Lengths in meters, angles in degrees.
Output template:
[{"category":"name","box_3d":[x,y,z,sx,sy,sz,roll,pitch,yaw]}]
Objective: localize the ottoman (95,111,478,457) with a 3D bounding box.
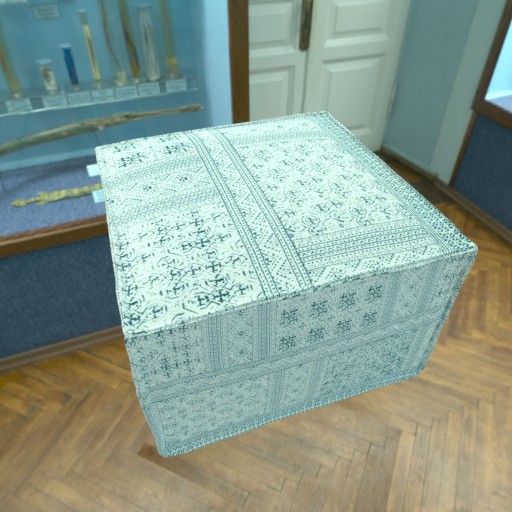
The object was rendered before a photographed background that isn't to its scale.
[{"category":"ottoman","box_3d":[0.000,0.000,1.033,0.617,0.439,0.626,-13,43,-14]}]
